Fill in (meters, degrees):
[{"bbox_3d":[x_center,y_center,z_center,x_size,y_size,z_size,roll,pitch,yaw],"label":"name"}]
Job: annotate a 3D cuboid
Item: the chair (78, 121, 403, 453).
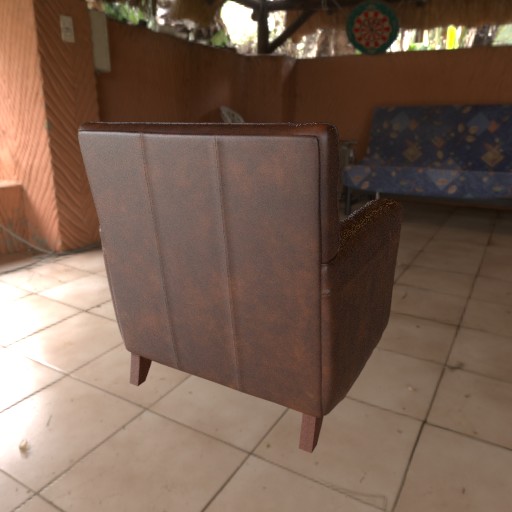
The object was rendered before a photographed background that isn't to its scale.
[{"bbox_3d":[0.000,0.000,1.617,0.870,0.943,0.823,10,20,28],"label":"chair"}]
